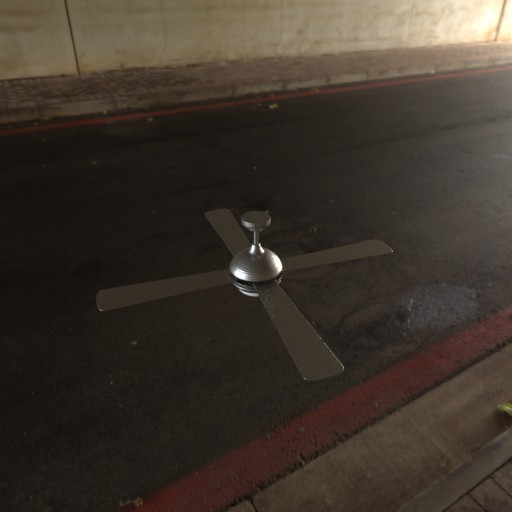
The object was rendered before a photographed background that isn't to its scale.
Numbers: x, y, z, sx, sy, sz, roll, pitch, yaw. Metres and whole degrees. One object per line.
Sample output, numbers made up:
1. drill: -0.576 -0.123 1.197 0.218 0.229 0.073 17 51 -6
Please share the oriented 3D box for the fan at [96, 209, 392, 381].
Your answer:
1. fan: 0.000 0.000 1.970 1.321 0.381 1.321 0 31 1
